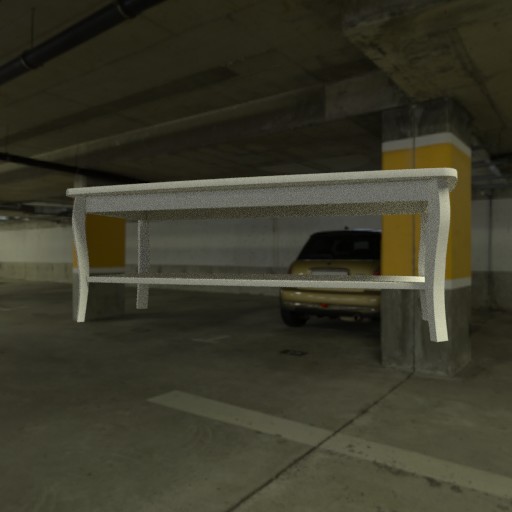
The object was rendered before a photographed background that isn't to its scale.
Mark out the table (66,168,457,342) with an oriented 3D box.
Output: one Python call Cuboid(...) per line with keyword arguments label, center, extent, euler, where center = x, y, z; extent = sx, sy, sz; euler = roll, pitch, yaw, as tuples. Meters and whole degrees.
Cuboid(label="table", center=(0.000, 0.000, 1.620), extent=(1.334, 0.474, 0.561), euler=(0, 0, 18))
